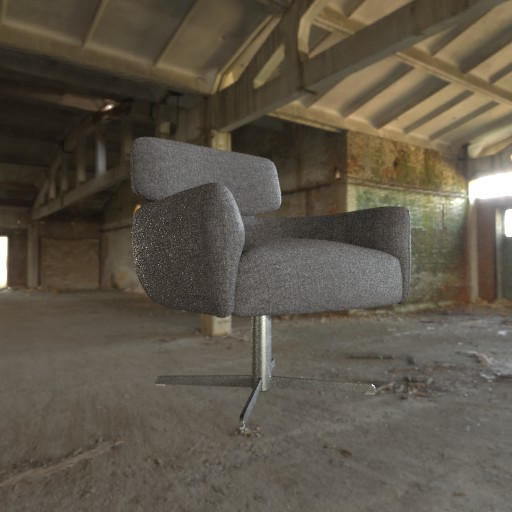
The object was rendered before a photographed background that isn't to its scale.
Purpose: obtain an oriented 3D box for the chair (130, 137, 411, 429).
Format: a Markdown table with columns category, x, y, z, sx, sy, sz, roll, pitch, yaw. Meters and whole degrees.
| category | x | y | z | sx | sy | sz | roll | pitch | yaw |
| --- | --- | --- | --- | --- | --- | --- | --- | --- | --- |
| chair | 0.000 | 0.000 | 1.377 | 0.706 | 0.812 | 0.715 | 1 | -2 | -36 |
